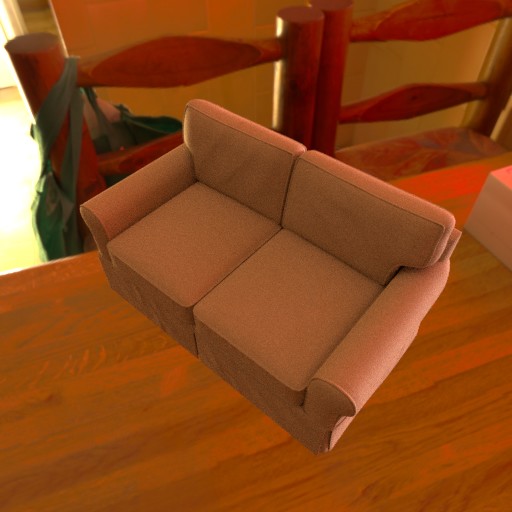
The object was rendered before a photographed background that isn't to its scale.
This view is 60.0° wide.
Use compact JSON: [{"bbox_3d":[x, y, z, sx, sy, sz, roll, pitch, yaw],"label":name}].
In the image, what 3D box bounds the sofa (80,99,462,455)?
[{"bbox_3d":[0.000,0.000,2.343,1.727,0.940,0.991,32,55,26],"label":"sofa"}]
